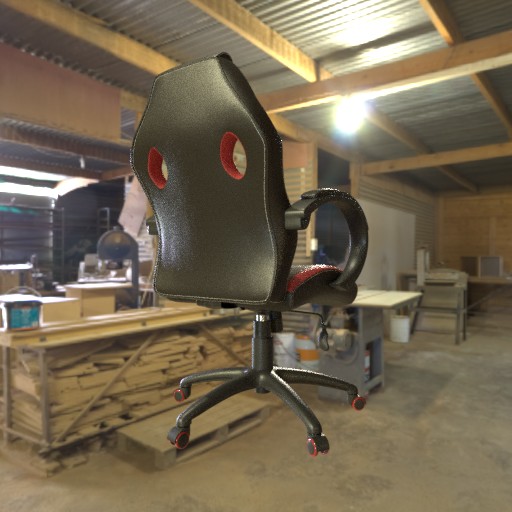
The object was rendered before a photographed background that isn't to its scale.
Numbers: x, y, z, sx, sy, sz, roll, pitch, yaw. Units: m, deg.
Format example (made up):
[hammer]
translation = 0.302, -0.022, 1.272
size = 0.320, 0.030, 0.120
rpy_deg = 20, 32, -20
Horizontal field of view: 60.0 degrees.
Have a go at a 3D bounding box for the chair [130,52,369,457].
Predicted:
[chair]
translation = 0.000, 0.000, 1.646
size = 0.750, 1.189, 0.783
rpy_deg = 0, 1, 36
